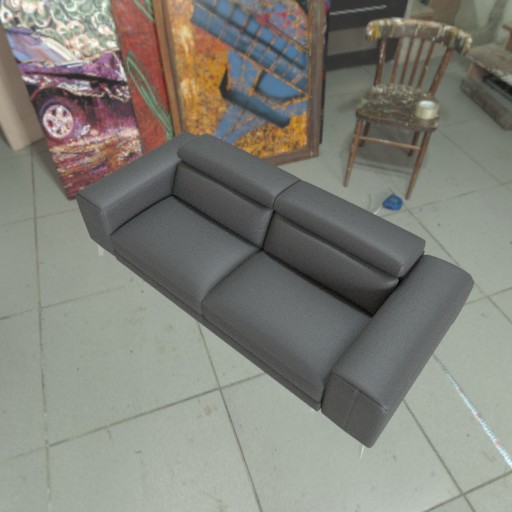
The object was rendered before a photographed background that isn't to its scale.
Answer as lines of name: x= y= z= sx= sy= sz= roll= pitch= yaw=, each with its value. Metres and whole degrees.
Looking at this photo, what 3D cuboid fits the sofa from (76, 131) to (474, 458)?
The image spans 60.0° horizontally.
sofa: x=0.000 y=0.000 z=2.807 sx=2.321 sy=0.759 sz=1.023 roll=32 pitch=55 yaw=26
